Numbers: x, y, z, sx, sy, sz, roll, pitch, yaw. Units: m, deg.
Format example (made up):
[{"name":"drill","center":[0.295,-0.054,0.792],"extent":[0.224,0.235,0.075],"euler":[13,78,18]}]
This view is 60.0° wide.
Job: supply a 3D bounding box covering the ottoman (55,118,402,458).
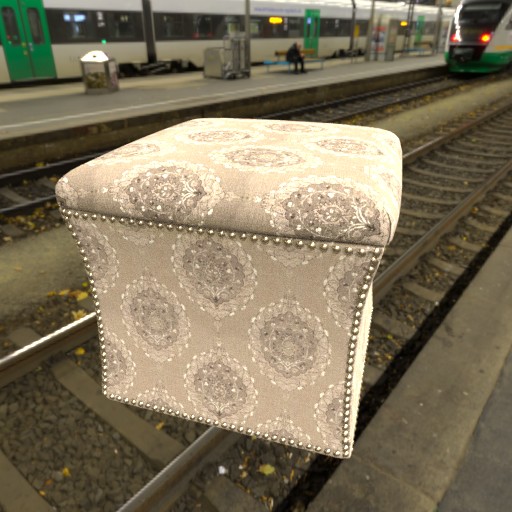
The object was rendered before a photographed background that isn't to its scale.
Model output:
[{"name":"ottoman","center":[0.000,0.000,0.882],"extent":[0.507,0.473,0.497],"euler":[8,28,16]}]
